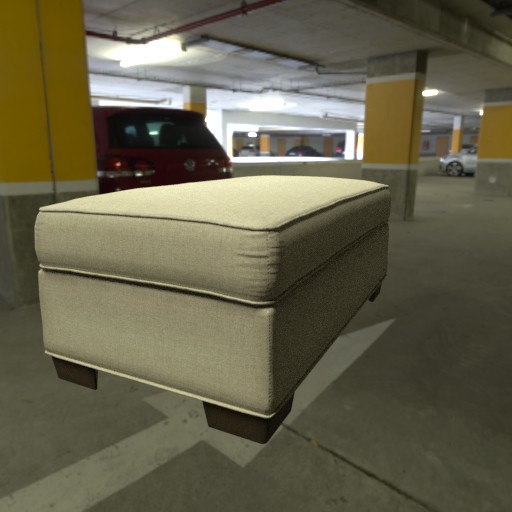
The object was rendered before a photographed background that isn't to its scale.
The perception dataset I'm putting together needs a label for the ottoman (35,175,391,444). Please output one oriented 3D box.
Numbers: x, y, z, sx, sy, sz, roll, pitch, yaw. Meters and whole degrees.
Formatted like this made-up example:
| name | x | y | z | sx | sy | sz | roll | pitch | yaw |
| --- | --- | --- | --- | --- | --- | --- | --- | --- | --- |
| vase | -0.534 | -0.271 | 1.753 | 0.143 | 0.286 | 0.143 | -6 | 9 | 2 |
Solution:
| name | x | y | z | sx | sy | sz | roll | pitch | yaw |
| --- | --- | --- | --- | --- | --- | --- | --- | --- | --- |
| ottoman | 0.000 | 0.000 | 1.376 | 0.617 | 0.461 | 1.097 | 7 | 15 | 26 |
